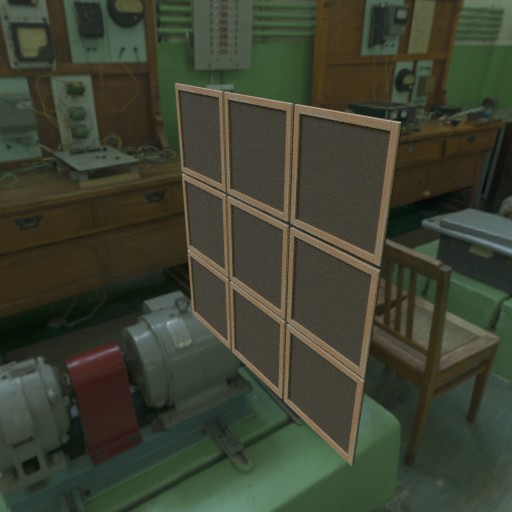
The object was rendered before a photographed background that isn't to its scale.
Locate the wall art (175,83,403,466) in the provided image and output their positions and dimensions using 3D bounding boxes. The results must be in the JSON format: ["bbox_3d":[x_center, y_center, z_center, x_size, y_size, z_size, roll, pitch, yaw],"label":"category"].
[{"bbox_3d":[0.000,0.000,1.793,0.013,1.218,1.216,-18,31,-31],"label":"wall art"}]
